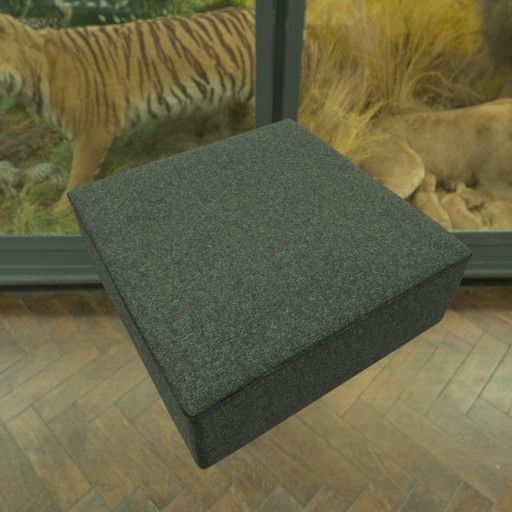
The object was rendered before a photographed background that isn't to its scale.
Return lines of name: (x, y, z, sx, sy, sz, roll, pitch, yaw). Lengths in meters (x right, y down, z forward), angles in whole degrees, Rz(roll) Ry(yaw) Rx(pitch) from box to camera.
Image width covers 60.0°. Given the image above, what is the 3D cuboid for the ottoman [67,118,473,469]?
ottoman: (0.000, 0.000, 1.604, 1.017, 0.423, 1.021, -24, 50, -22)
